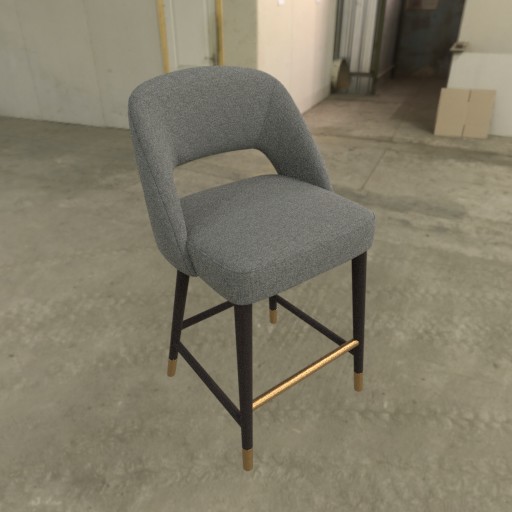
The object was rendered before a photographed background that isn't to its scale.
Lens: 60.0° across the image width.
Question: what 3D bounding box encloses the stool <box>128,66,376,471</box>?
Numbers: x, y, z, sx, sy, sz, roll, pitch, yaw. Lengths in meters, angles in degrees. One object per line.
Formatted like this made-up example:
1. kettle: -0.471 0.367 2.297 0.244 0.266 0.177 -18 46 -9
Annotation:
1. stool: 0.000 0.000 1.232 0.536 0.925 0.524 -22 37 -32
